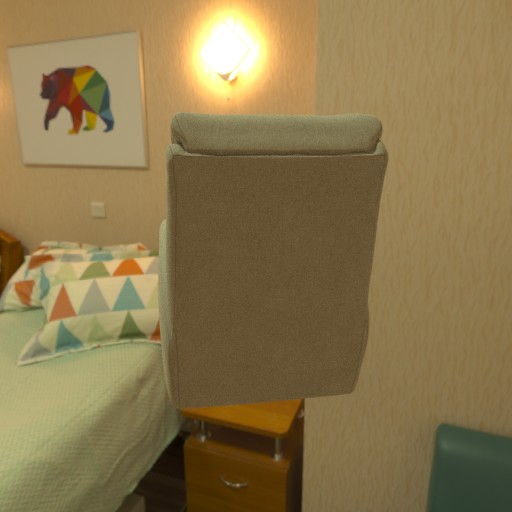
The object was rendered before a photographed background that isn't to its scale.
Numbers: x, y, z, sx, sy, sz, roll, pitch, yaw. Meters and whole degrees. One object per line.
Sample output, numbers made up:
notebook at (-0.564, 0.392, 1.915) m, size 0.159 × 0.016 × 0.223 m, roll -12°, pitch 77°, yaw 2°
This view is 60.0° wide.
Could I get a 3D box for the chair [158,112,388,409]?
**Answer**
chair at (0.000, 0.000, 1.731) m, size 0.794 × 1.021 × 0.940 m, roll -2°, pitch 14°, yaw -9°
